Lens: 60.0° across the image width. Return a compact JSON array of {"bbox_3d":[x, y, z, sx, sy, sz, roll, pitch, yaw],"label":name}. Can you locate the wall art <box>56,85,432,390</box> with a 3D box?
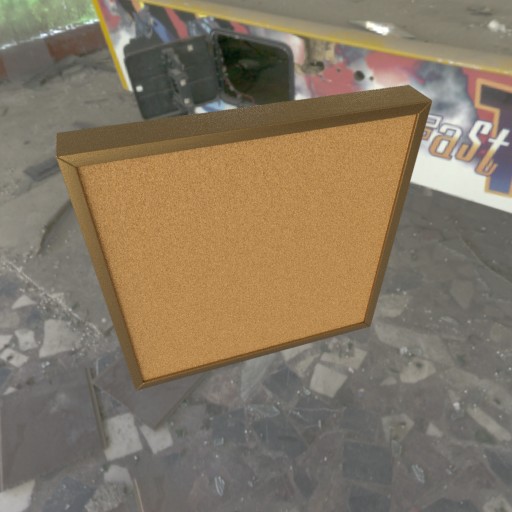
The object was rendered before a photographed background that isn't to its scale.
[{"bbox_3d":[0.000,0.000,0.458,0.305,0.305,0.037,-12,44,-13],"label":"wall art"}]
